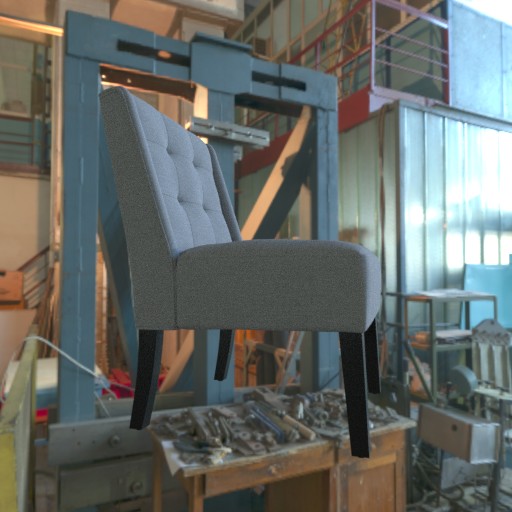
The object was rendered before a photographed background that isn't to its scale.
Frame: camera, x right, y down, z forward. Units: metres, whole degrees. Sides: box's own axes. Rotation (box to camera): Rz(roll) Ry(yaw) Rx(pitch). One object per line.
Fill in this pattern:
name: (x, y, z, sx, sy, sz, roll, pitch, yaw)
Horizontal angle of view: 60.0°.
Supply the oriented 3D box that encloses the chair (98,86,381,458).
chair: (0.000, 0.000, 1.262, 0.676, 0.853, 0.569, -1, -2, 18)
